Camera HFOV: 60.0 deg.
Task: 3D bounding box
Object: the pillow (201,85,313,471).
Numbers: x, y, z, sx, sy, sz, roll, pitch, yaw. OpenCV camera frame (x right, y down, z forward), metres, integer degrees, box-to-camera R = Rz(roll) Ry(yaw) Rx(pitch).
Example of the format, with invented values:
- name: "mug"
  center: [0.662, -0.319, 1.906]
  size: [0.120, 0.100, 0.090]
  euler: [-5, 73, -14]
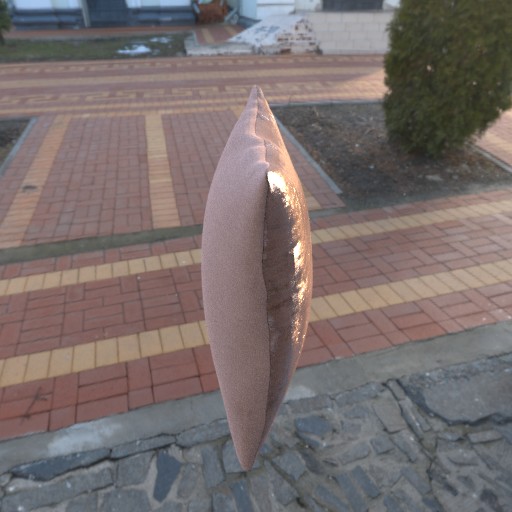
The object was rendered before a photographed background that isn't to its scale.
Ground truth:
- name: "pillow"
  center: [0.000, 0.000, 0.733]
  size: [0.175, 0.464, 0.470]
  euler: [0, 31, 0]
